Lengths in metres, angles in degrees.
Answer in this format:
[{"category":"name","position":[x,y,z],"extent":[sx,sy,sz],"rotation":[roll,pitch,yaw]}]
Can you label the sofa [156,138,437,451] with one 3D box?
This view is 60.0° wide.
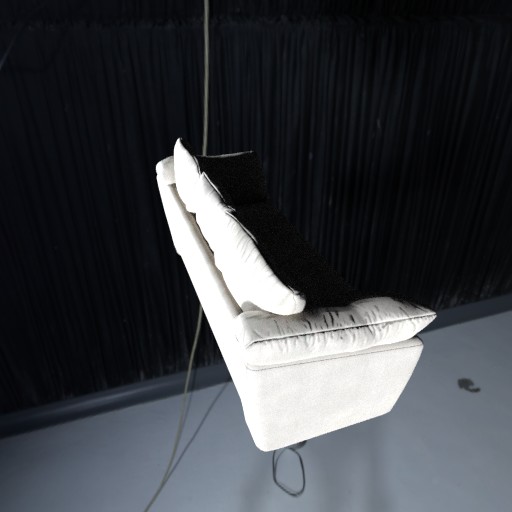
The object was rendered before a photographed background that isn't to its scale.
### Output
[{"category":"sofa","position":[0.000,0.000,2.842],"extent":[0.878,0.996,2.334],"rotation":[-11,33,-17]}]
